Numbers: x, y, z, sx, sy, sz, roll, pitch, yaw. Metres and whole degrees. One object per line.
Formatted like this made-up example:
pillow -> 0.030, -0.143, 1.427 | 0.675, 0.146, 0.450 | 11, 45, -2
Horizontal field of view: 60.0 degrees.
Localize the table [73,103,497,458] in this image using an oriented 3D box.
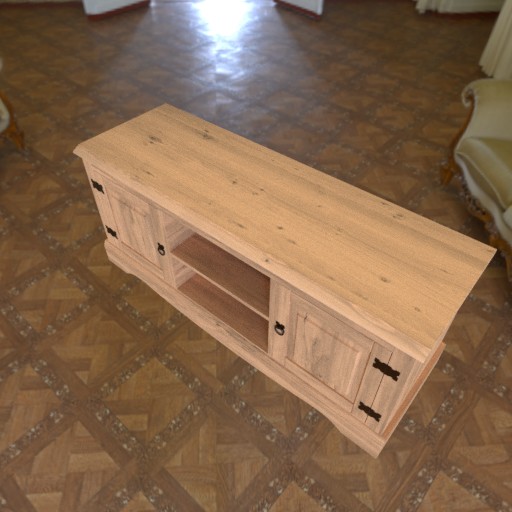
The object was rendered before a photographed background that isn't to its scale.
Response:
table -> 0.000, 0.000, 1.426 | 1.200, 0.510, 0.400 | 31, 52, 27
